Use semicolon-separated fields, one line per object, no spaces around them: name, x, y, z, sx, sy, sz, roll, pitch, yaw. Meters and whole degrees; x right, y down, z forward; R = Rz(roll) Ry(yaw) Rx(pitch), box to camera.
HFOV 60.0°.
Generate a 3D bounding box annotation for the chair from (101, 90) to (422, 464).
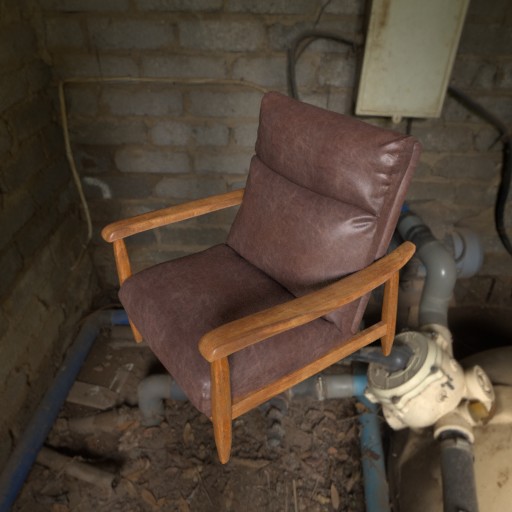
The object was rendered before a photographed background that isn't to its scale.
chair;0.000;0.000;1.515;0.830;0.897;0.782;-22;40;-29
